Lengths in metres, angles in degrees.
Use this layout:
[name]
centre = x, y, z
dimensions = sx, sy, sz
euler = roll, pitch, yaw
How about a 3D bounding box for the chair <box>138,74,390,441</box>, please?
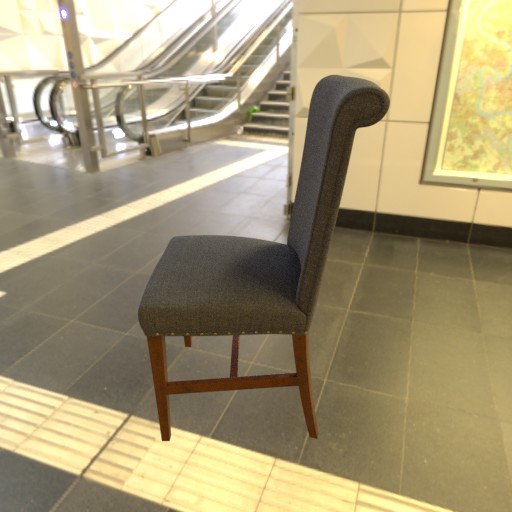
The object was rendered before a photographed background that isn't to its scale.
[chair]
centre = 0.000, 0.000, 1.330
dimensions = 0.608, 0.988, 0.513
euler = 0, 25, 0
